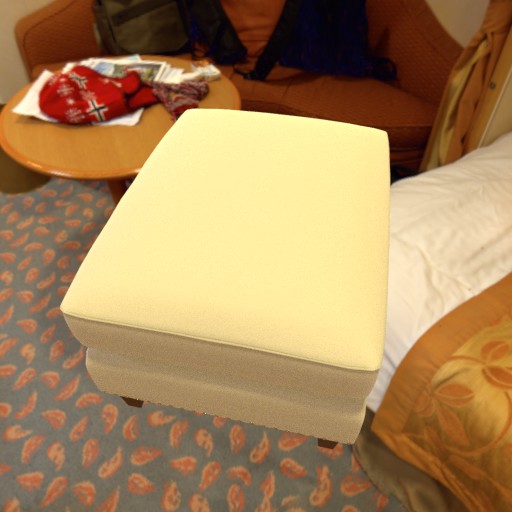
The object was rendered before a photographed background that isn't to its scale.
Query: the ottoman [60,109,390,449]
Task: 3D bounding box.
[{"bbox_3d":[0.000,0.000,1.113,0.584,0.513,0.741,9,47,8],"label":"ottoman"}]
